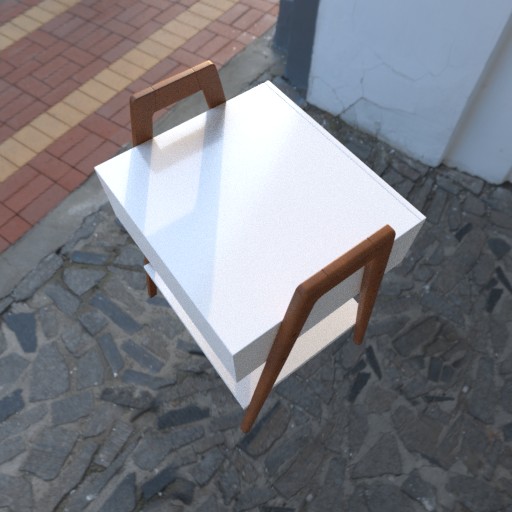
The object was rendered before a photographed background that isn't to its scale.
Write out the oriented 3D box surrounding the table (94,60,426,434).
[{"bbox_3d":[0.000,0.000,0.923,0.405,0.610,0.457,-33,65,-18],"label":"table"}]
